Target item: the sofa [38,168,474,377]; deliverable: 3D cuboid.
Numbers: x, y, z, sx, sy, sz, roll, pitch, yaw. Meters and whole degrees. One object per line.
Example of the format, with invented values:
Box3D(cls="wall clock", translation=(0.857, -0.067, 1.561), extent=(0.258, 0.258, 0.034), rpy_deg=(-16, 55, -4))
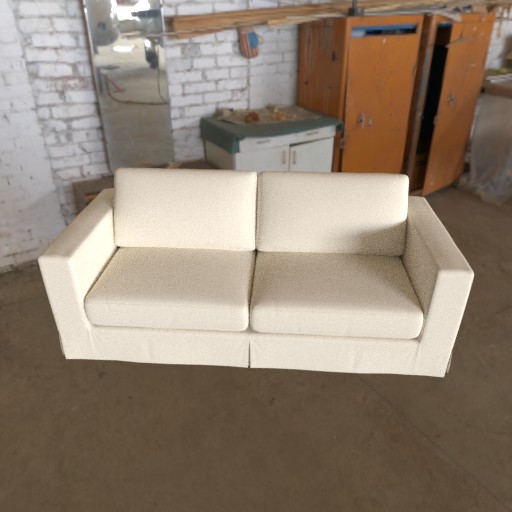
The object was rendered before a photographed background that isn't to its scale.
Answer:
Box3D(cls="sofa", translation=(0.000, 0.000, 2.647), extent=(2.163, 0.881, 0.954), rpy_deg=(2, 31, 3))
